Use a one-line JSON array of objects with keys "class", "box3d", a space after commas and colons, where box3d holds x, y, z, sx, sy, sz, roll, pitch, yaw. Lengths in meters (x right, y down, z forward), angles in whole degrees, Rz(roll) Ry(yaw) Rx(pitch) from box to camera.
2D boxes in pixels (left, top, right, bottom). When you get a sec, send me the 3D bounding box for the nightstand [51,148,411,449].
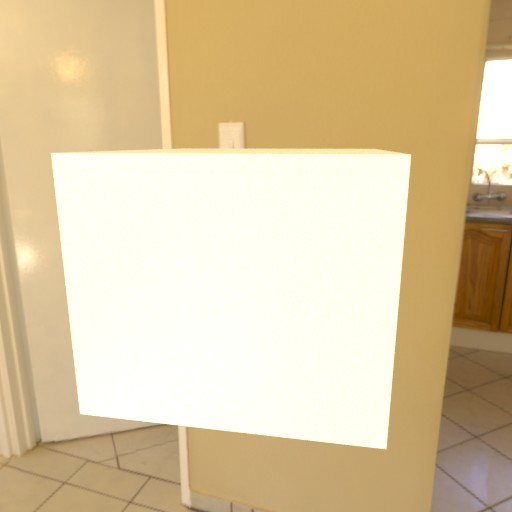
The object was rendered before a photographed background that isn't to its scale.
[{"class": "nightstand", "box3d": [0.000, 0.000, 0.756, 0.408, 0.351, 0.470, 3, 14, 10]}]
